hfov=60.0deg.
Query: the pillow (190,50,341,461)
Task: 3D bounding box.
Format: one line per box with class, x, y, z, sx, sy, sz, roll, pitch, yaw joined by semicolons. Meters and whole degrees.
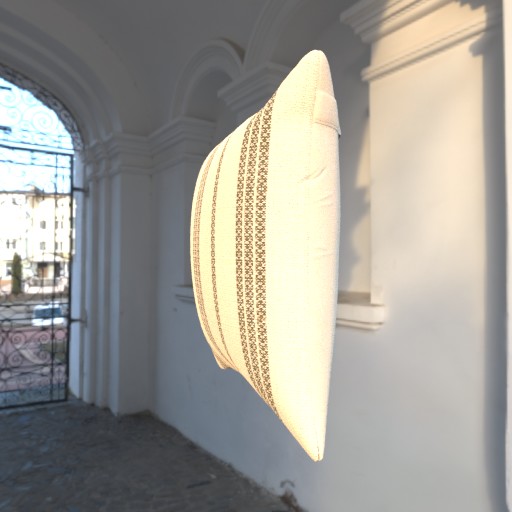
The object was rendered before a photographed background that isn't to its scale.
pillow;0.000;0.000;0.625;0.173;0.406;0.405;0;-1;-18
